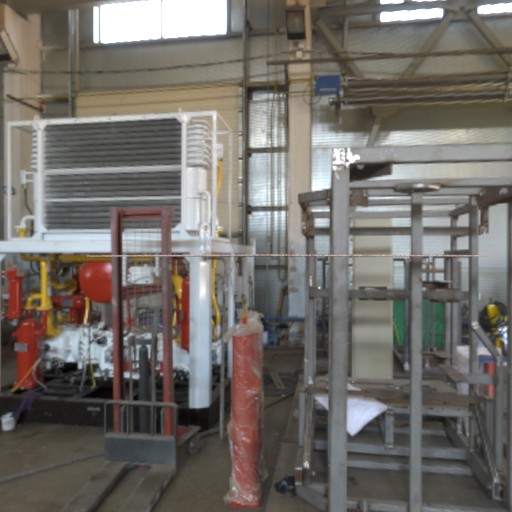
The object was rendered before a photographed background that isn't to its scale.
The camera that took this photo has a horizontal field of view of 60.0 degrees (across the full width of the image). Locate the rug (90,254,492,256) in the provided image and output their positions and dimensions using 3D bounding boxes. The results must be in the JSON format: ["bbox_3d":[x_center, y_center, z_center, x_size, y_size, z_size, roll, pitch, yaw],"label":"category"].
[{"bbox_3d":[0.000,0.000,2.309,1.219,0.005,1.829,0,0,-36],"label":"rug"}]
